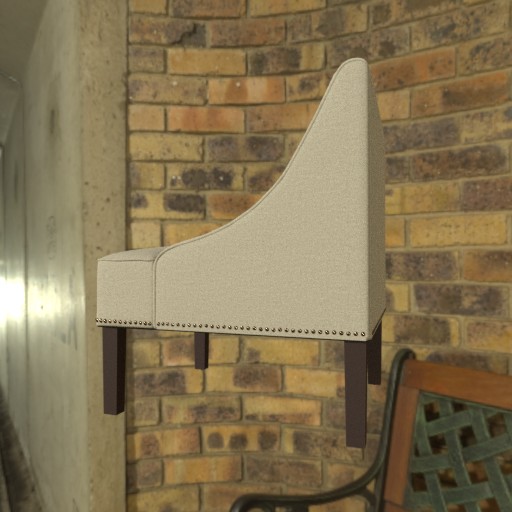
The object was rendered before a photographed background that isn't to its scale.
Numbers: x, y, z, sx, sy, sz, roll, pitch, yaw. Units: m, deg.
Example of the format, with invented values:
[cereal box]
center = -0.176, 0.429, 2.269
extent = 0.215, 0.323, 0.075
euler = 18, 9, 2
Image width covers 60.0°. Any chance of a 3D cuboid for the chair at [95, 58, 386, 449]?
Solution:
[chair]
center = 0.000, 0.000, 1.356
extent = 0.737, 0.864, 0.610
euler = 0, -1, 19
